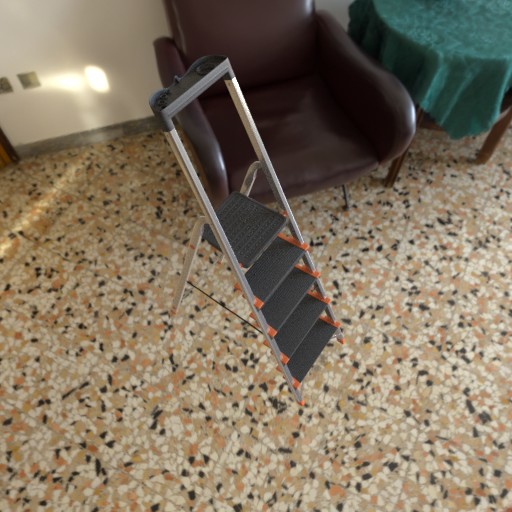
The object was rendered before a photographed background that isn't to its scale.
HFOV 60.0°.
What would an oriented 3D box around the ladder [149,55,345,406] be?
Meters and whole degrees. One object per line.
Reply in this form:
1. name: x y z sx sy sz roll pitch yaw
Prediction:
1. ladder: 0.000 0.000 2.044 0.995 1.646 0.480 32 63 18
